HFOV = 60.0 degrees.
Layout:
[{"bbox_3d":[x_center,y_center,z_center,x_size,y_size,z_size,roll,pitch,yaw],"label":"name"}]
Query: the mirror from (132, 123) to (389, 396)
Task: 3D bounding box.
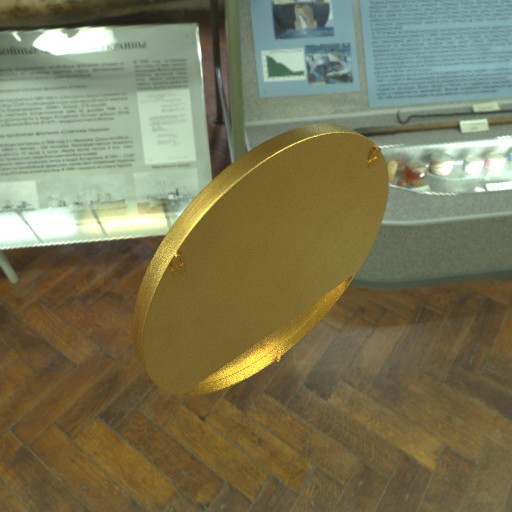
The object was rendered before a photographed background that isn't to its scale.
[{"bbox_3d":[0.000,0.000,0.684,0.457,0.457,0.133,-31,54,-26],"label":"mirror"}]
